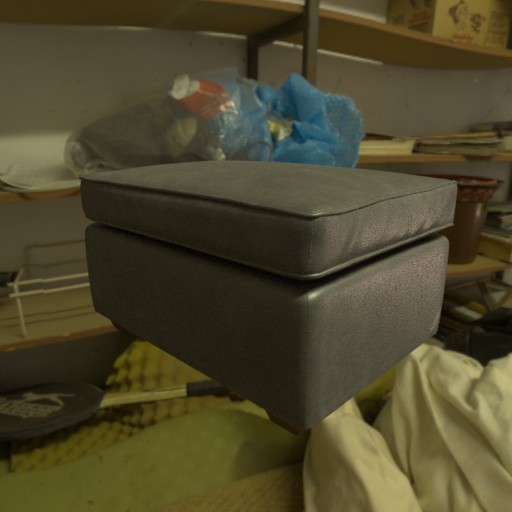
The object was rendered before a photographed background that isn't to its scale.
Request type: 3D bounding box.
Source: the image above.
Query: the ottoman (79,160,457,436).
[{"bbox_3d":[0.000,0.000,1.096,0.756,0.445,0.554,15,22,42],"label":"ottoman"}]
